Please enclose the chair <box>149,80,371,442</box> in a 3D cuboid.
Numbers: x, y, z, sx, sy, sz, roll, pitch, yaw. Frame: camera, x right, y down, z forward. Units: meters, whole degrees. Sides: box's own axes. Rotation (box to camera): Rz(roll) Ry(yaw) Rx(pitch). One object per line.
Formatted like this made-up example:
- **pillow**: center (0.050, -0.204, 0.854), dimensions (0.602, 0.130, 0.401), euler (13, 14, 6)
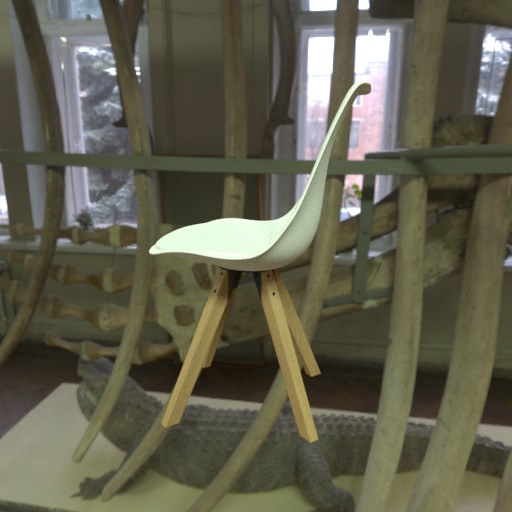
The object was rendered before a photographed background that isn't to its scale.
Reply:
- **chair**: center (0.000, 0.000, 1.193), dimensions (0.550, 0.849, 0.485), euler (2, 14, 9)
